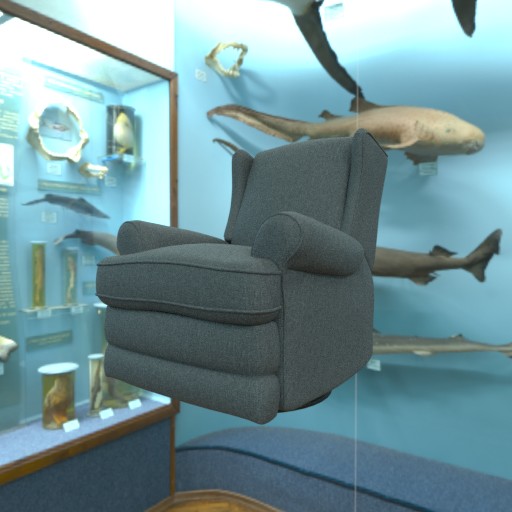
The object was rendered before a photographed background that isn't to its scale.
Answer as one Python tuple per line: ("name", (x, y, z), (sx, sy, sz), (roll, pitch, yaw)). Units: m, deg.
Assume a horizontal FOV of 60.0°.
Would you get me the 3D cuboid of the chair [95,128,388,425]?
("chair", (0.000, 0.000, 1.697), (0.847, 1.011, 0.969), (1, 2, 38))
